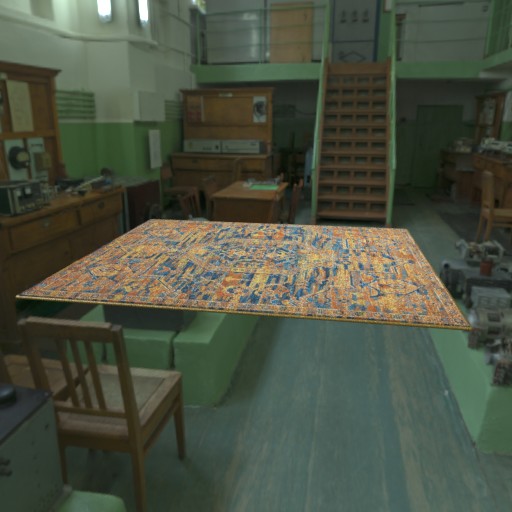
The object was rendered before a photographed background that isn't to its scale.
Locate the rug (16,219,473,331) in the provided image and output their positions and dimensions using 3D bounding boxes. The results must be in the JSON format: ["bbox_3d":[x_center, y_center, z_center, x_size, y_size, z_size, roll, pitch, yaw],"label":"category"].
[{"bbox_3d":[0.000,0.000,4.031,3.040,0.031,2.435,3,18,9],"label":"rug"}]
